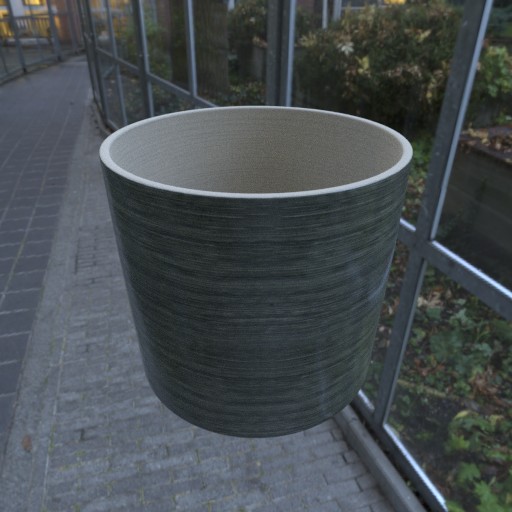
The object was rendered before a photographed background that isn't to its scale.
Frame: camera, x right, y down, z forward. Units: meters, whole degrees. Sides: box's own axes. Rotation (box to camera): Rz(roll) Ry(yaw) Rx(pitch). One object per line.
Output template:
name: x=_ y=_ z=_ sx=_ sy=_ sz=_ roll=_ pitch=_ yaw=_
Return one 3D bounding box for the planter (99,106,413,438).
planter: x=0.000 y=0.000 z=0.377 sx=0.221 sy=0.201 sz=0.221 roll=0 pitch=31 yaw=0
